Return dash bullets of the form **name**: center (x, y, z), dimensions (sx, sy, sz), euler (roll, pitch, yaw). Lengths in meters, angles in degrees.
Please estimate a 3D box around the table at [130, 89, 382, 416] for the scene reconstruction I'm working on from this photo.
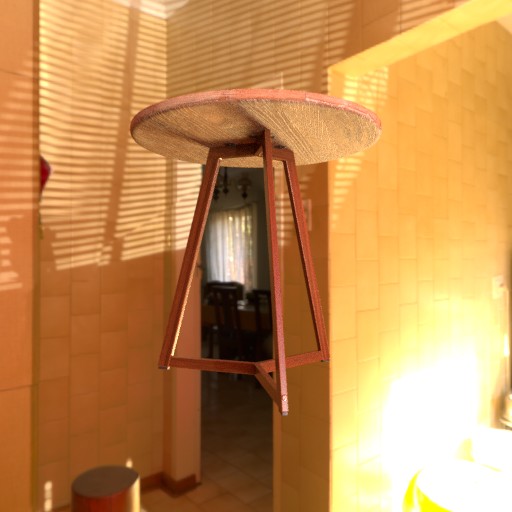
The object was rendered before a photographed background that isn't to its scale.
- **table**: center (0.000, 0.000, 0.912), dimensions (0.500, 0.500, 0.500), euler (0, 0, 0)
